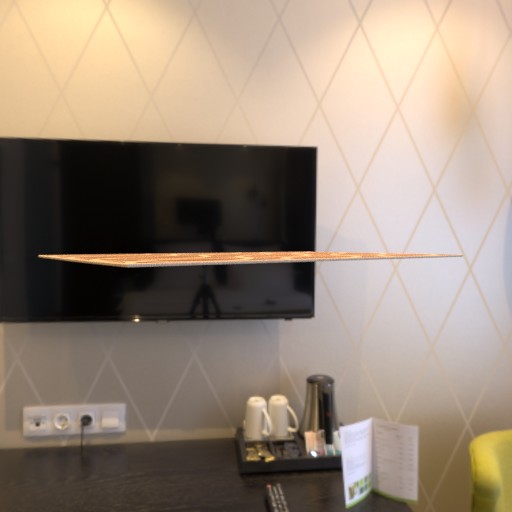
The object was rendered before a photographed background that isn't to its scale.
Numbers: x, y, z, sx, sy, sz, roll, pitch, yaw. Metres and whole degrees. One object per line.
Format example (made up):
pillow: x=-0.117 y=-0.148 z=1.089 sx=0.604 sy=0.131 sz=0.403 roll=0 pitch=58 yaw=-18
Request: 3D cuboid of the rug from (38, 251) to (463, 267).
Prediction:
rug: x=0.000 y=0.000 z=2.837 sx=2.290 sy=0.014 sz=1.526 roll=-1 pitch=2 yaw=-37
